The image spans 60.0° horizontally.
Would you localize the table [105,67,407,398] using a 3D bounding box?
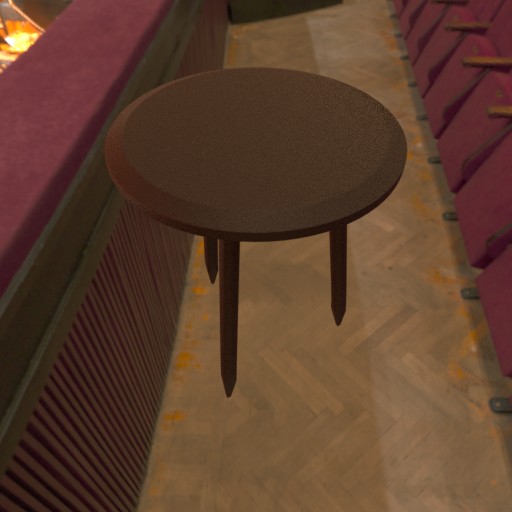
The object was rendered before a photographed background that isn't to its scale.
[{"bbox_3d":[0.000,0.000,0.892,0.457,0.585,0.457,0,47,0],"label":"table"}]
